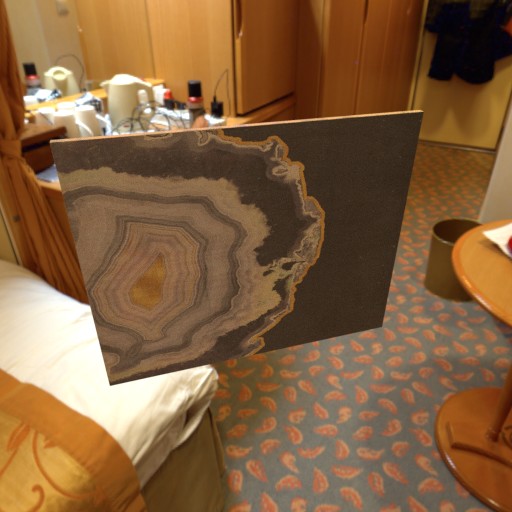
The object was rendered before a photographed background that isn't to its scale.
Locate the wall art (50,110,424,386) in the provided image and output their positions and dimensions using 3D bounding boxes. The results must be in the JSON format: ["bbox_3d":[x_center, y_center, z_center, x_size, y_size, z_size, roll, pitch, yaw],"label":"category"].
[{"bbox_3d":[0.000,0.000,0.692,0.508,0.408,0.010,-9,33,-14],"label":"wall art"}]
